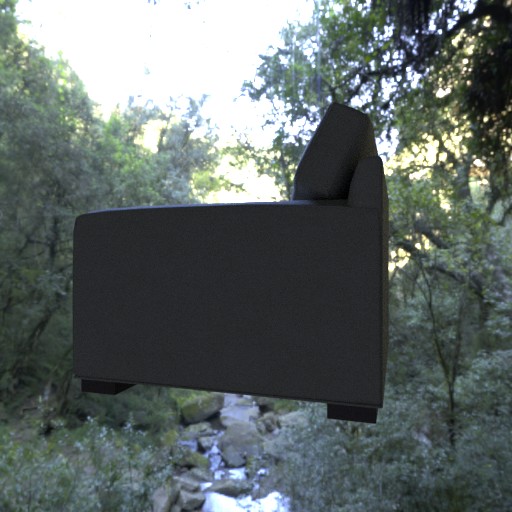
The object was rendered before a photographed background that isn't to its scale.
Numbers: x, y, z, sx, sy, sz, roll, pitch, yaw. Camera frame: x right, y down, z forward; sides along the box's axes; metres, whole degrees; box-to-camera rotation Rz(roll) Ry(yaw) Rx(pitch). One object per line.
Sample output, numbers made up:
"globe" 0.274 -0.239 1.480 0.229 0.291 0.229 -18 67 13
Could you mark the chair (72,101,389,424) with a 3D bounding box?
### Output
"chair" 0.000 0.000 1.840 1.044 0.934 0.999 0 0 18
